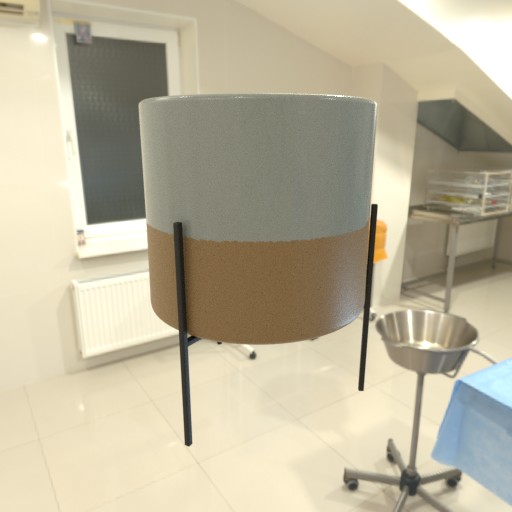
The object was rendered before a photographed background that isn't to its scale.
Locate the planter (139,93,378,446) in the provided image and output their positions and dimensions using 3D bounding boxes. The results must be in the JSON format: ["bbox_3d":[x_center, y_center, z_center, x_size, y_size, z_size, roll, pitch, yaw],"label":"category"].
[{"bbox_3d":[0.000,0.000,0.729,0.348,0.480,0.360,-8,18,-25],"label":"planter"}]
